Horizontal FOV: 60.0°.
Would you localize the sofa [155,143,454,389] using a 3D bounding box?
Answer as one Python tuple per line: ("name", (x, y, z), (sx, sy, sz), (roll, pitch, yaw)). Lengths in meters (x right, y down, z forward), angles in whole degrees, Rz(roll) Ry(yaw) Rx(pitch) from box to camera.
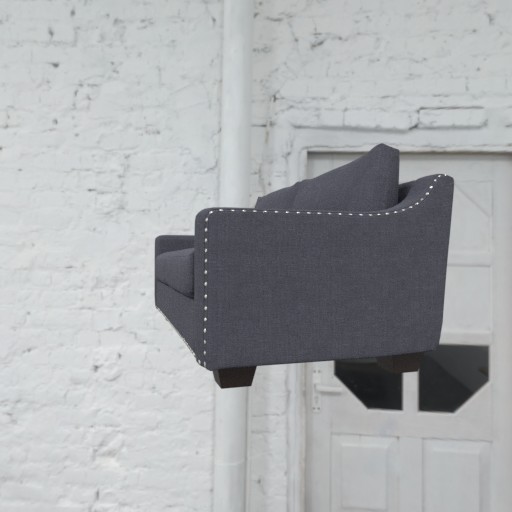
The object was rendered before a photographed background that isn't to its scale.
("sofa", (0.000, 0.000, 3.266), (1.336, 1.196, 2.550), (0, 0, -17))
